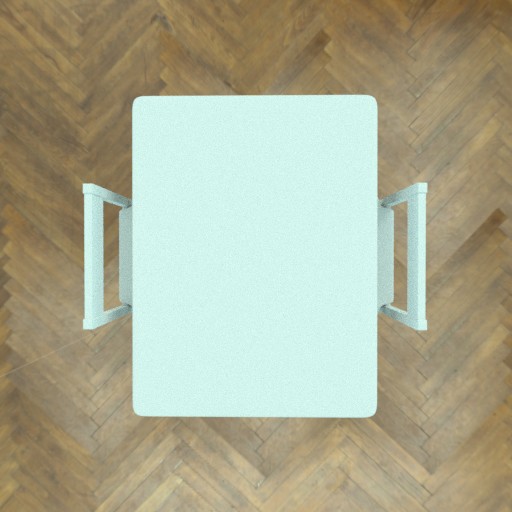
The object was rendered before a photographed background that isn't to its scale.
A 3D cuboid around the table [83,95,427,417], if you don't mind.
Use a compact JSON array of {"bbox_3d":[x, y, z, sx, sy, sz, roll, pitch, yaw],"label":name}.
[{"bbox_3d":[0.000,0.000,1.110,0.672,0.503,0.650,0,90,1],"label":"table"}]
